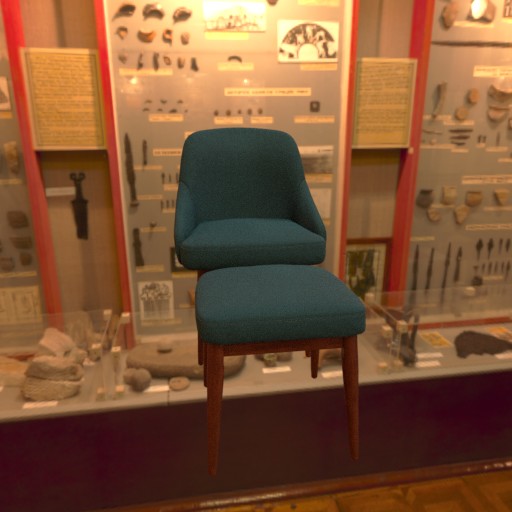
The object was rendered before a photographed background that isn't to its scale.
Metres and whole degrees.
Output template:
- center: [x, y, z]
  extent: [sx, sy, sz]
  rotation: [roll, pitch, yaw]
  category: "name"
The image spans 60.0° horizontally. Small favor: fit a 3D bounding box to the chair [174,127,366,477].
- center: [0.000, 0.000, 1.591]
  extent: [0.584, 0.866, 1.114]
  rotation: [-2, 17, -8]
  category: "chair"
